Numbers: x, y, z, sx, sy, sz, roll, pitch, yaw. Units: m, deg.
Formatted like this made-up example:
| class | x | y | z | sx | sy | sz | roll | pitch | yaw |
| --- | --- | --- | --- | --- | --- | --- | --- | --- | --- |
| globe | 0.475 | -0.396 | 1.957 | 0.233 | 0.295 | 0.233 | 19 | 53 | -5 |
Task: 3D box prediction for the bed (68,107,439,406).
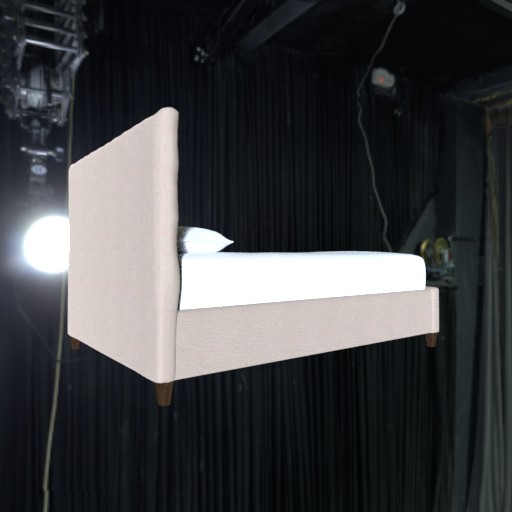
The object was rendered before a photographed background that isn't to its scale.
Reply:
| class | x | y | z | sx | sy | sz | roll | pitch | yaw |
| --- | --- | --- | --- | --- | --- | --- | --- | --- | --- |
| bed | 0.000 | 0.000 | 3.456 | 2.387 | 1.427 | 1.698 | 0 | 0 | -37 |
